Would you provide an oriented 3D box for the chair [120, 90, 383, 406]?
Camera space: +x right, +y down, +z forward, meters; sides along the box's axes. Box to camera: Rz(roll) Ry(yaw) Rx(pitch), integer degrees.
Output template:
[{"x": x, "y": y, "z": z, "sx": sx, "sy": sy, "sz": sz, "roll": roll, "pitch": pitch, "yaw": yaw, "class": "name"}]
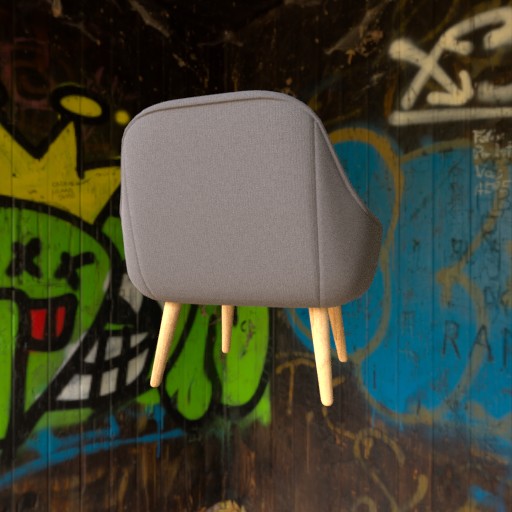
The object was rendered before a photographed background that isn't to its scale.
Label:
[{"x": 0.000, "y": 0.000, "z": 1.447, "sx": 0.770, "sy": 0.800, "sz": 0.779, "roll": 0, "pitch": 0, "yaw": 19, "class": "chair"}]
